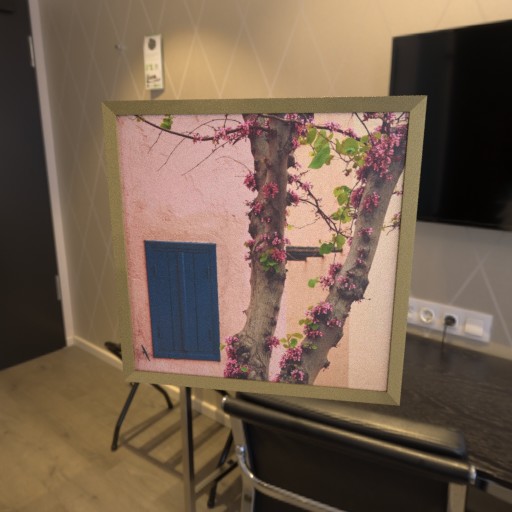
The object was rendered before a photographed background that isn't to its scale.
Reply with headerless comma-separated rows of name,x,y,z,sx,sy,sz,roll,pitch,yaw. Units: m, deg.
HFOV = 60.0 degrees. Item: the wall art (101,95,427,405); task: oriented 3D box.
wall art,0.000,0.000,1.138,0.762,0.762,0.038,2,14,9
